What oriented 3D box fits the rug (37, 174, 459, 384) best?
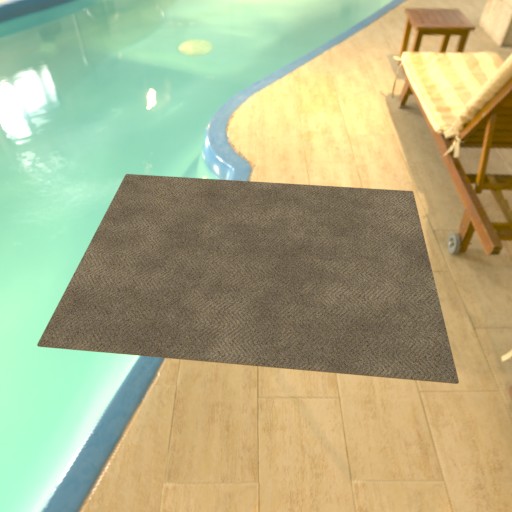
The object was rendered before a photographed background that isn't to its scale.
[{"bbox_3d":[0.000,0.000,2.886,2.235,0.008,1.600,4,46,4],"label":"rug"}]
